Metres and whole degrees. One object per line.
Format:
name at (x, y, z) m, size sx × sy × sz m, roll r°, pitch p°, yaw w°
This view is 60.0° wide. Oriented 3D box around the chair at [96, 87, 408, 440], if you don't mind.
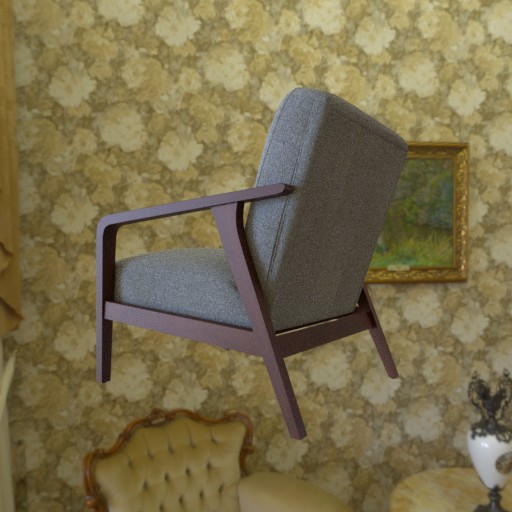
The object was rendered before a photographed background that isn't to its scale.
chair at (0.000, 0.000, 1.496) m, size 0.858 × 0.847 × 0.704 m, roll 0°, pitch 0°, yaw 37°
